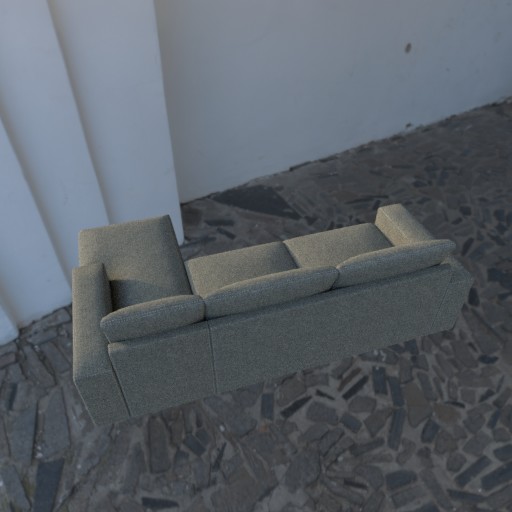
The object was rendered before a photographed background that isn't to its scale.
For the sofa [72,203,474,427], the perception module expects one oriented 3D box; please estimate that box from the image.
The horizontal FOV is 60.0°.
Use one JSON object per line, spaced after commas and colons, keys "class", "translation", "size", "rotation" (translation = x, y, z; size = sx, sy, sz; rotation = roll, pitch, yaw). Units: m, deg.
{"class": "sofa", "translation": [0.000, 0.000, 3.505], "size": [2.718, 0.940, 1.689], "rotation": [-12, 43, -13]}
